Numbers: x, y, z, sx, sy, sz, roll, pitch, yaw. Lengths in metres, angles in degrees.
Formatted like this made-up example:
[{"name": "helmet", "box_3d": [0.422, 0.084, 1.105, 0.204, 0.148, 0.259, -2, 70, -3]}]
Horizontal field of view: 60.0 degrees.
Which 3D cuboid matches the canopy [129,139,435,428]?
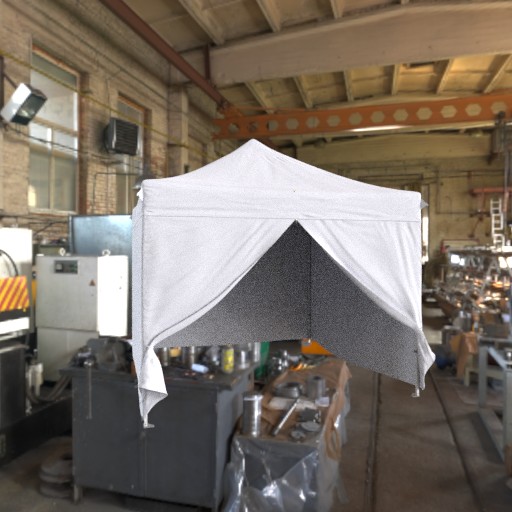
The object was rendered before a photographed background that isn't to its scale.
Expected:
[{"name": "canopy", "box_3d": [0.000, 0.000, 5.651, 3.043, 2.997, 3.121, 0, 1, -17]}]
